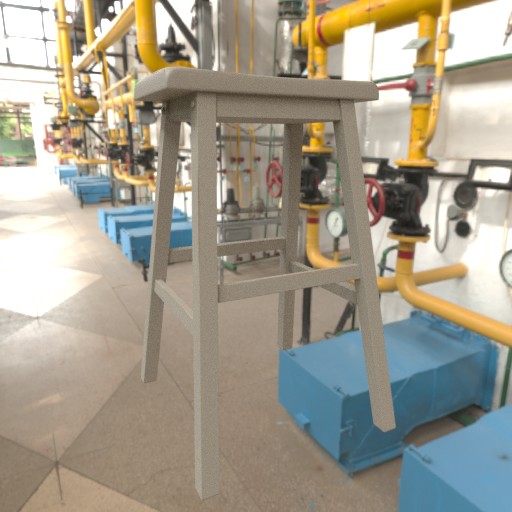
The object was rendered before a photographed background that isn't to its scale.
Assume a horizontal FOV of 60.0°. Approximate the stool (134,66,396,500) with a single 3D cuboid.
[{"bbox_3d":[0.000,0.000,1.001,0.457,0.737,0.476,-7,16,-26],"label":"stool"}]
